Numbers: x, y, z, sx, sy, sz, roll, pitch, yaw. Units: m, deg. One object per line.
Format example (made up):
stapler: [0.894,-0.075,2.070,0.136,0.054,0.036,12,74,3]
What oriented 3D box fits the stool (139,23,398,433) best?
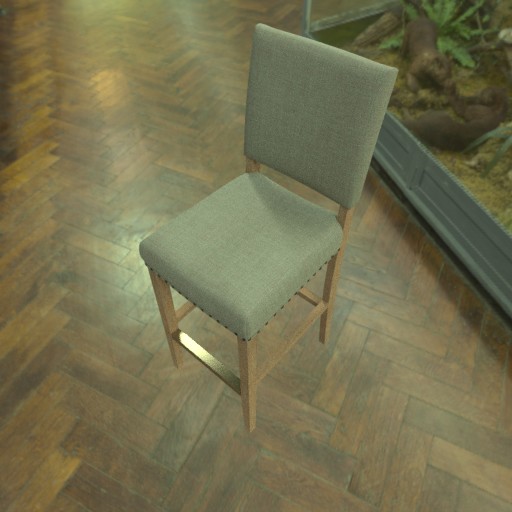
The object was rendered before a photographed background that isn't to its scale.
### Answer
stool: [0.000,0.000,1.460,0.445,1.203,0.585,33,55,26]
